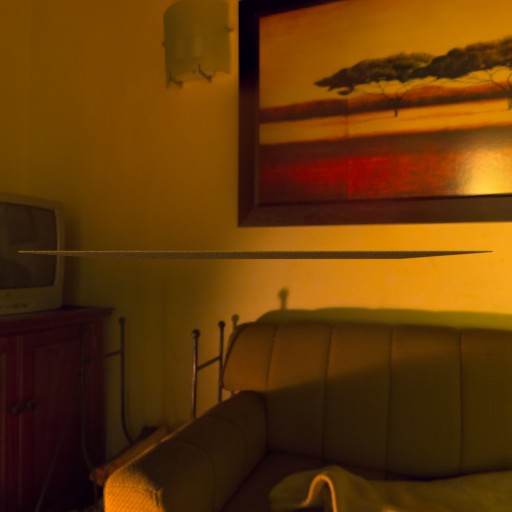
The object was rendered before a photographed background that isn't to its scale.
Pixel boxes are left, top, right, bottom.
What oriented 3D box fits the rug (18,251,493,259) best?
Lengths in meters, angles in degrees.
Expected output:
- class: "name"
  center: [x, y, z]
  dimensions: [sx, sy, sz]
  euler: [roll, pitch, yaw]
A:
- class: "rug"
  center: [0.000, 0.000, 3.022]
  dimensions: [2.438, 0.008, 1.523]
  euler: [0, -2, 1]
